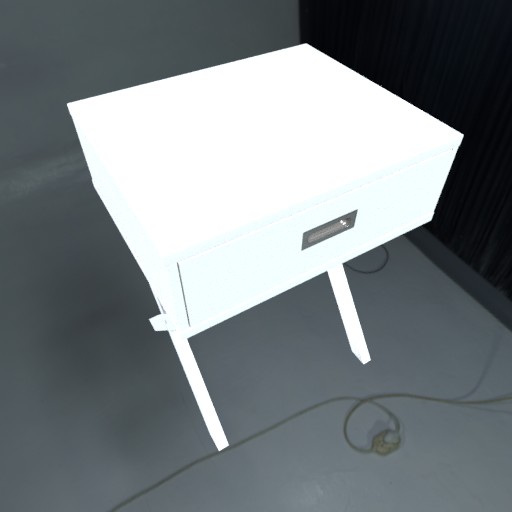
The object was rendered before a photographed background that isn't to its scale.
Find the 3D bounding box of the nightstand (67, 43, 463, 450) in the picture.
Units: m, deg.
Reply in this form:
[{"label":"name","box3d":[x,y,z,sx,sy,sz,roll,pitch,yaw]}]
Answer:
[{"label":"nightstand","box3d":[0.000,0.000,0.916,0.479,0.623,0.402,-24,51,-21]}]
